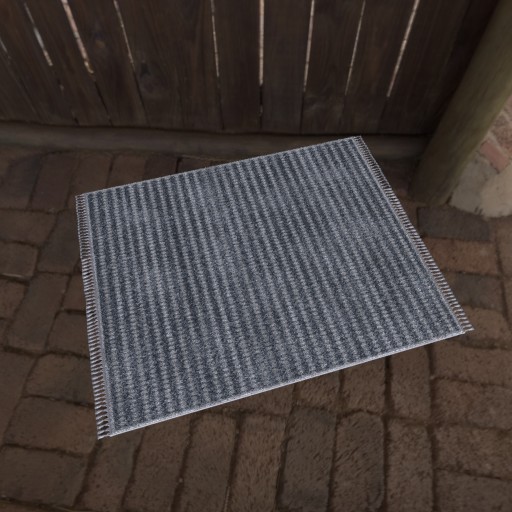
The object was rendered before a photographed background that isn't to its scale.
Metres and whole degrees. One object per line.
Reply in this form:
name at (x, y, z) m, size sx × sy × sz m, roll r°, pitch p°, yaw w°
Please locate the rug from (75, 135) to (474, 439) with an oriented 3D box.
rug at (0.000, 0.000, 3.824) m, size 2.910 × 0.013 × 2.256 m, roll -14°, pitch 59°, yaw -8°
